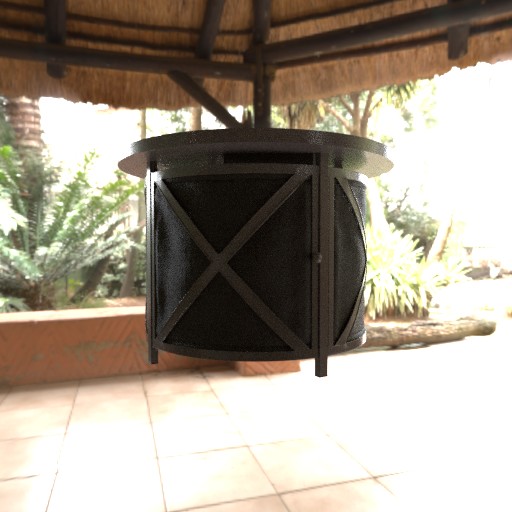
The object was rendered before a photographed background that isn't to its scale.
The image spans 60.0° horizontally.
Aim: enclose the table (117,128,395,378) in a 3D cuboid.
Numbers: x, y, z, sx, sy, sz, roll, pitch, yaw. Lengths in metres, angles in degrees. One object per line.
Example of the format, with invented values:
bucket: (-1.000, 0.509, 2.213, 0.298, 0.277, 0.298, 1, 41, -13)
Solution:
table: (0.000, 0.000, 1.541, 0.914, 0.650, 0.914, 0, 2, 0)
